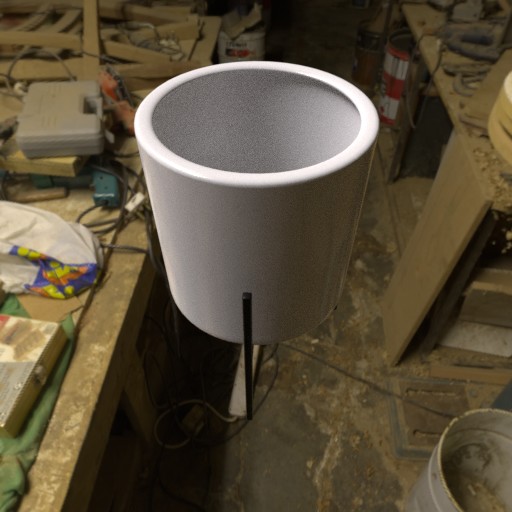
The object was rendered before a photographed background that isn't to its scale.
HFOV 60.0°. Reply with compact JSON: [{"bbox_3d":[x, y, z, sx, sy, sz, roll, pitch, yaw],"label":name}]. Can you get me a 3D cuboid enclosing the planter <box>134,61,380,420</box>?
[{"bbox_3d":[0.000,0.000,0.518,0.239,0.356,0.239,3,46,3],"label":"planter"}]
